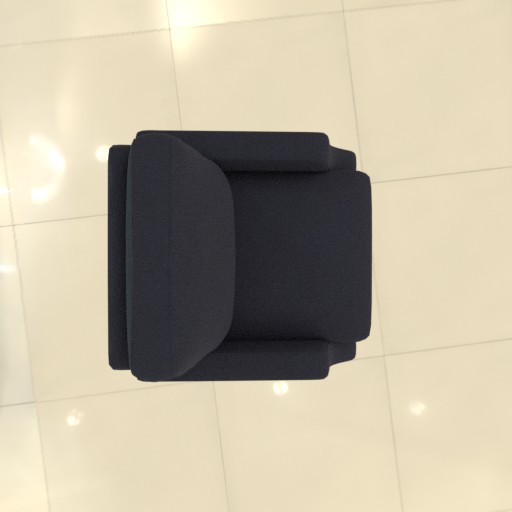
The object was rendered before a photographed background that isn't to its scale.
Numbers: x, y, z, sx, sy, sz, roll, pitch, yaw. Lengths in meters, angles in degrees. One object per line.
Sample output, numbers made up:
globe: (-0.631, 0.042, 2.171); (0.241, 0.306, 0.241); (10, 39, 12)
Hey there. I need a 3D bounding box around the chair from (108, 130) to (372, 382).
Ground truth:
chair: (0.000, 0.000, 1.635); (0.897, 0.991, 0.855); (0, 90, -2)
